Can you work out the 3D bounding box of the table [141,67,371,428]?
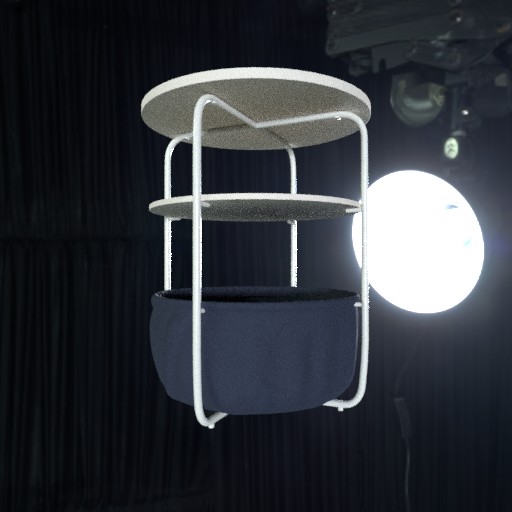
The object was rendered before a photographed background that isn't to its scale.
[{"bbox_3d":[0.000,0.000,0.834,0.418,0.532,0.418,0,0,-20],"label":"table"}]
